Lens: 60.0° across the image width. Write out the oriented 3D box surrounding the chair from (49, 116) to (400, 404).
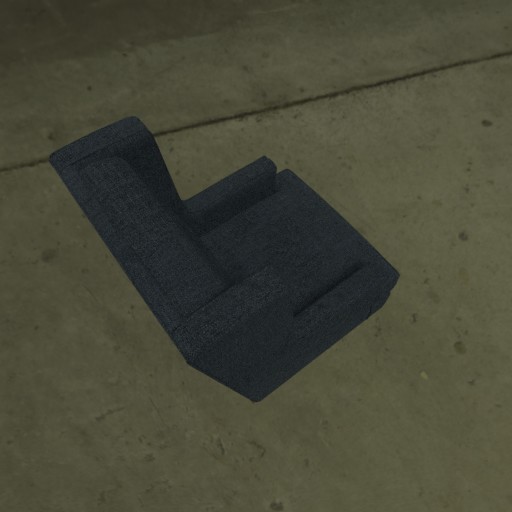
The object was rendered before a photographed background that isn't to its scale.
[{"bbox_3d":[0.000,0.000,1.711,0.947,1.072,0.764,-33,64,-18],"label":"chair"}]
